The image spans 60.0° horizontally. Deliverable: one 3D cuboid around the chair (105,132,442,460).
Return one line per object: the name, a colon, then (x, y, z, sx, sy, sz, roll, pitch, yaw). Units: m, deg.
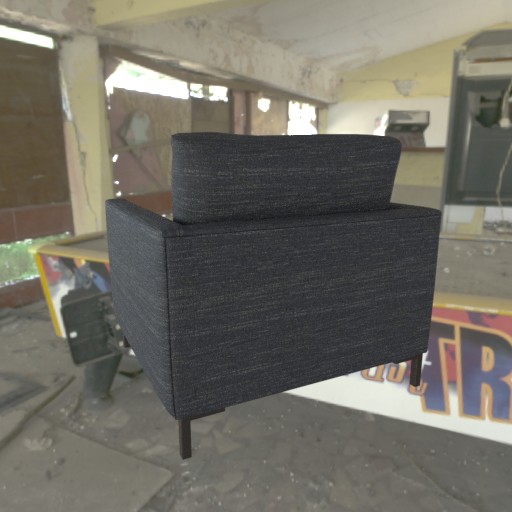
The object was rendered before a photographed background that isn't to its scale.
chair: (0.000, 0.000, 1.646, 0.963, 0.861, 0.866, -6, 14, -26)
